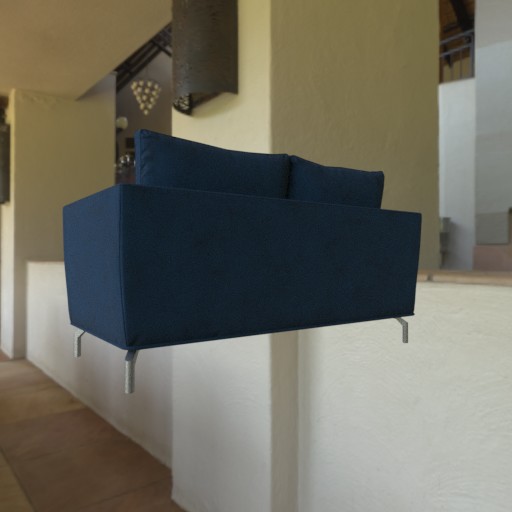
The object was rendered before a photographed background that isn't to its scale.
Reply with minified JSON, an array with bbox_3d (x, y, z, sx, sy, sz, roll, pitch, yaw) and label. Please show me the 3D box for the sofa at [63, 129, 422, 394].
[{"bbox_3d":[0.000,0.000,2.373,1.770,1.002,0.853,0,0,-36],"label":"sofa"}]
